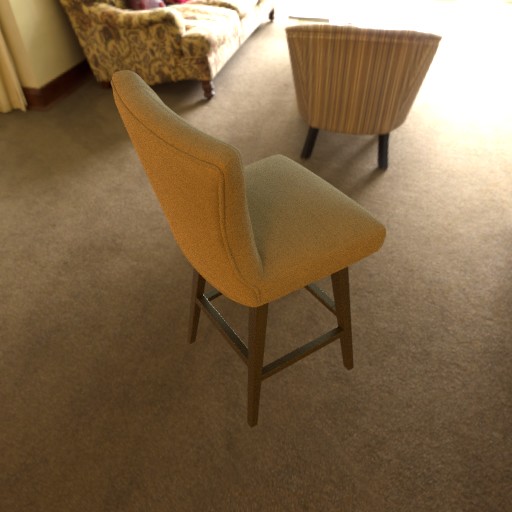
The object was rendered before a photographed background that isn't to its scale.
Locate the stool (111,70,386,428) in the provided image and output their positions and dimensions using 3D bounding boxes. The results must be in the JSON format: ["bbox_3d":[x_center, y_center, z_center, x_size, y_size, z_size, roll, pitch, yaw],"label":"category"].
[{"bbox_3d":[0.000,0.000,1.375,0.574,1.086,0.514,-26,48,-25],"label":"stool"}]
